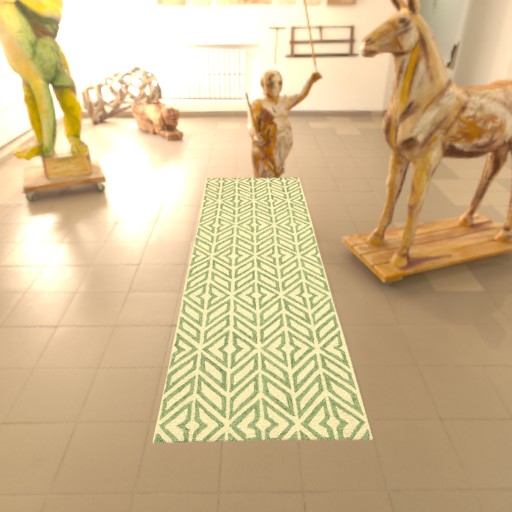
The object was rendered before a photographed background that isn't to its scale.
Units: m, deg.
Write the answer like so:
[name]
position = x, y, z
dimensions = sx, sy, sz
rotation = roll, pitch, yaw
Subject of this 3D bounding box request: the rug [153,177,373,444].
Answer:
[rug]
position = 0.000, 0.000, 2.545
dimensions = 0.750, 0.009, 2.435
rotation = -1, 31, -1
